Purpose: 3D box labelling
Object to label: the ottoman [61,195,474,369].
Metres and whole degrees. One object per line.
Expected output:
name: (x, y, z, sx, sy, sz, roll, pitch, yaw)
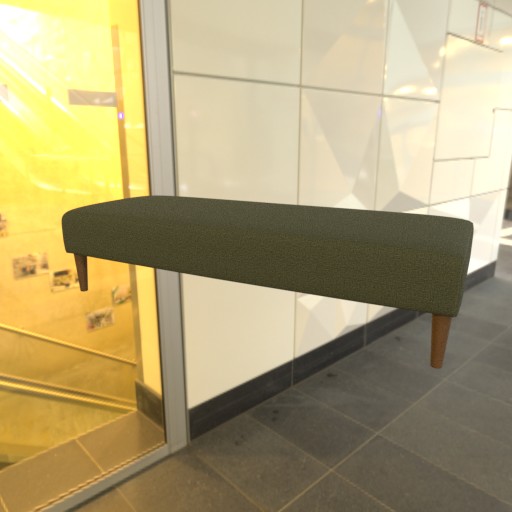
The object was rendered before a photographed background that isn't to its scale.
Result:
ottoman: (0.000, 0.000, 1.864, 1.609, 0.393, 0.646, 8, 17, 26)
